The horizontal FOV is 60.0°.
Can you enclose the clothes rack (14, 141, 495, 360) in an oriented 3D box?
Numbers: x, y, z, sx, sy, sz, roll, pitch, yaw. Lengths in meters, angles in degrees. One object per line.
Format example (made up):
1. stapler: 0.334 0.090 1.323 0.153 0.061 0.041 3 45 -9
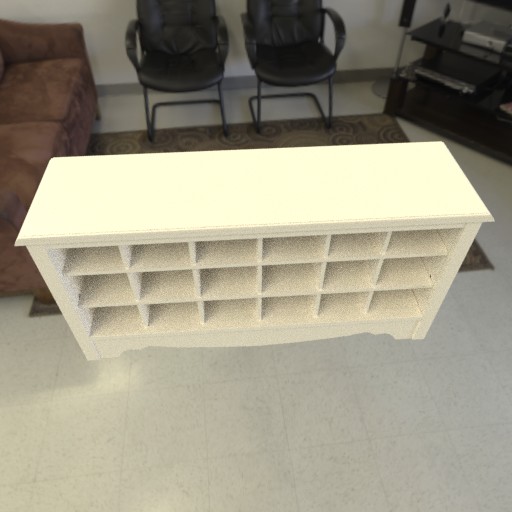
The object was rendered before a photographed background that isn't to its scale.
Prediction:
1. clothes rack: 0.000 0.000 1.325 1.120 0.531 0.324 -3 47 -3
